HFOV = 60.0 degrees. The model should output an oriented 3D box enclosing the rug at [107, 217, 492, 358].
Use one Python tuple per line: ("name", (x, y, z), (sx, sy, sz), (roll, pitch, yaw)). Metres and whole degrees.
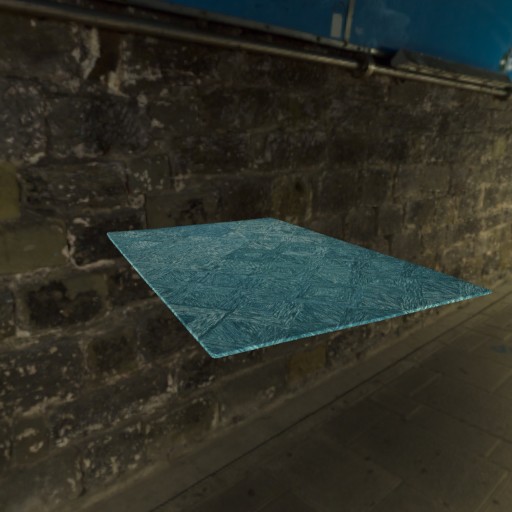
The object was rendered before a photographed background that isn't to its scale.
("rug", (0.000, 0.000, 2.153), (1.136, 0.017, 1.728), (-8, 17, -26))
